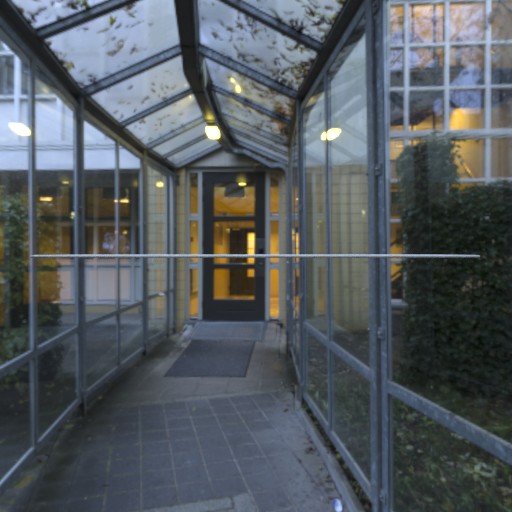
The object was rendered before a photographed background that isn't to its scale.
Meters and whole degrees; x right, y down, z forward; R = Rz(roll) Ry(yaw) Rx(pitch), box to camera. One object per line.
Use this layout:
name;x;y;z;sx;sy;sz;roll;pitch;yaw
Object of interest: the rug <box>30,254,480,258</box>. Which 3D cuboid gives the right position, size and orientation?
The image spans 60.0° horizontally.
rug;0.000;0.000;2.574;2.276;0.014;0.678;0;0;-1
